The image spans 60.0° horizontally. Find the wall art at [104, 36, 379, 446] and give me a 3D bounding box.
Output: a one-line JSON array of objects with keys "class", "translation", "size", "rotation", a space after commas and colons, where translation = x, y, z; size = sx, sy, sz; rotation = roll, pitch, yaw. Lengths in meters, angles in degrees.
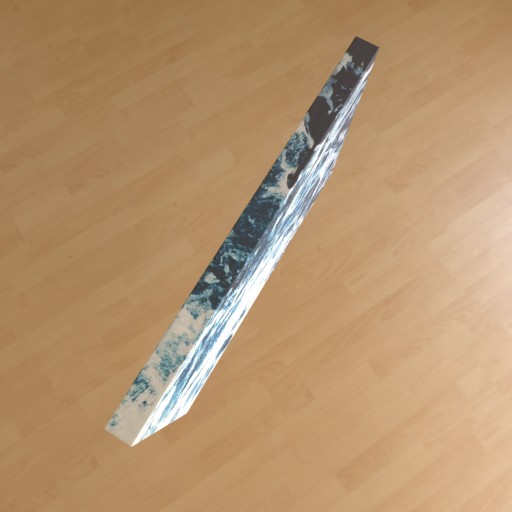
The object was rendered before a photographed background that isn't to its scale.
[{"class": "wall art", "translation": [0.000, 0.000, 0.755], "size": [0.043, 0.407, 0.609], "rotation": [30, 77, 7]}]
